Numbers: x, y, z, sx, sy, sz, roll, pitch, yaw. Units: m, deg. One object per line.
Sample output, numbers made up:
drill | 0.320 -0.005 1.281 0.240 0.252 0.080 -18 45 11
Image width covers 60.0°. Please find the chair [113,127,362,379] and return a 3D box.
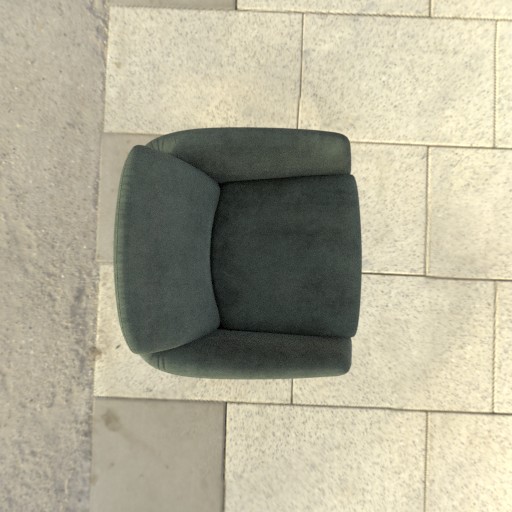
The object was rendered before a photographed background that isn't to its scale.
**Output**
chair | 0.000 0.000 1.370 0.635 0.908 0.641 0 88 1
